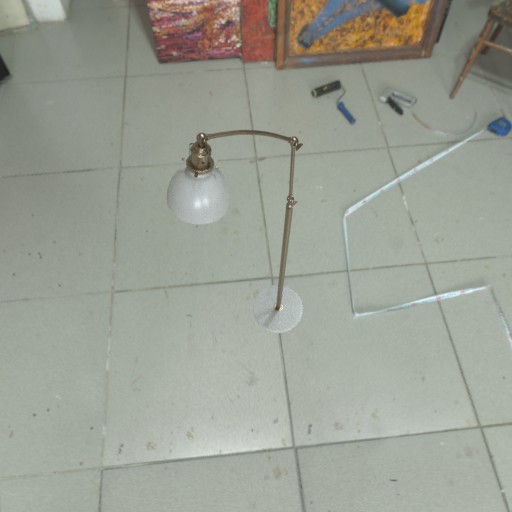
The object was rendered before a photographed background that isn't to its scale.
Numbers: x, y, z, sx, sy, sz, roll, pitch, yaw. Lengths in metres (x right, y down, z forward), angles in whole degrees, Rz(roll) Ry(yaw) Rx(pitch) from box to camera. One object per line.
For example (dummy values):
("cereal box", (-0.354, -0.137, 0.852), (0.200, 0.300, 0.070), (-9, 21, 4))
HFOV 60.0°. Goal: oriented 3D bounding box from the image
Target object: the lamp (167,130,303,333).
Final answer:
("lamp", (0.000, 0.000, 1.852), (0.599, 1.586, 0.288), (-32, 65, -16))
